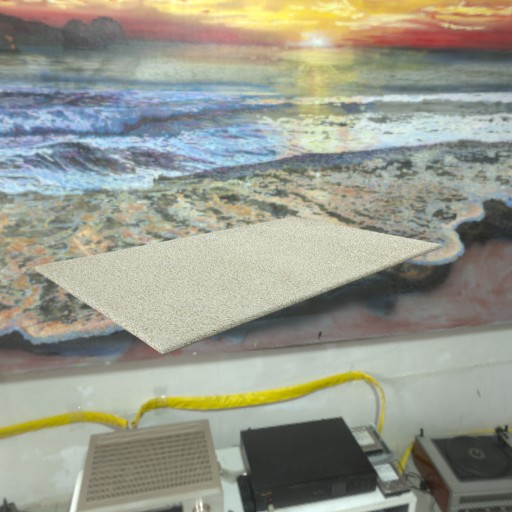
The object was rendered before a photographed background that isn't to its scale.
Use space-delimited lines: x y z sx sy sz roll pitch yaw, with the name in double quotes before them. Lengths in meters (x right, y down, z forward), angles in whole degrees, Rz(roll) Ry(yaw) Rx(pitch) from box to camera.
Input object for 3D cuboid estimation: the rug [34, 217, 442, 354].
"rug" 0.000 0.000 3.076 2.438 0.030 1.524 -14 21 -41
